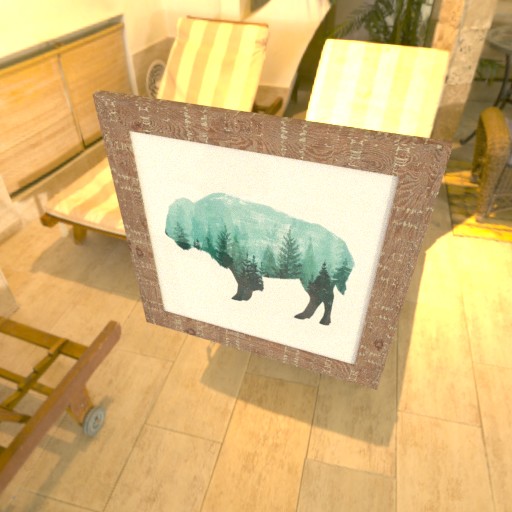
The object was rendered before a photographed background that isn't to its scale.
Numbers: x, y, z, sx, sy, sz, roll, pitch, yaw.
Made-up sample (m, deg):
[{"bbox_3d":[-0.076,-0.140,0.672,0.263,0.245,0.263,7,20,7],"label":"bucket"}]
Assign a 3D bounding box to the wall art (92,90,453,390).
[{"bbox_3d":[0.000,0.000,0.575,0.380,0.380,0.022,13,42,15],"label":"wall art"}]
